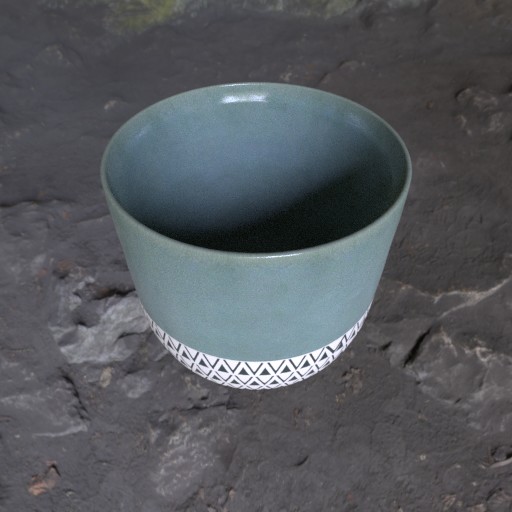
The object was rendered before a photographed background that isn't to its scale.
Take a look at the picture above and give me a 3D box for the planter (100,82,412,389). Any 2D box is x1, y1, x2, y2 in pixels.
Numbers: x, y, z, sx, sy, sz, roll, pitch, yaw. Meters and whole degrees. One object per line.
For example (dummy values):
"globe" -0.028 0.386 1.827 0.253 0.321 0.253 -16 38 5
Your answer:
"planter" 0.000 0.000 0.484 0.266 0.270 0.266 0 46 0
